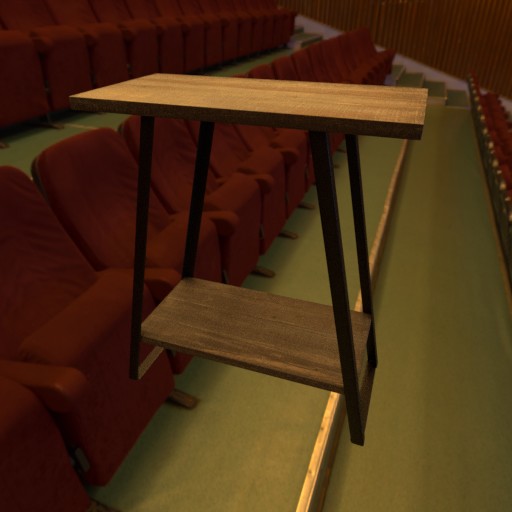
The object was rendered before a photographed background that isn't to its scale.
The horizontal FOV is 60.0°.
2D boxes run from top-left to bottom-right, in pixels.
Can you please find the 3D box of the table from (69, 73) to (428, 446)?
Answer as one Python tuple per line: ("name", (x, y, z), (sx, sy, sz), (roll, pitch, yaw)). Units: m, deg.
("table", (0.000, 0.000, 0.996), (0.599, 0.701, 0.300), (10, 32, 17))
